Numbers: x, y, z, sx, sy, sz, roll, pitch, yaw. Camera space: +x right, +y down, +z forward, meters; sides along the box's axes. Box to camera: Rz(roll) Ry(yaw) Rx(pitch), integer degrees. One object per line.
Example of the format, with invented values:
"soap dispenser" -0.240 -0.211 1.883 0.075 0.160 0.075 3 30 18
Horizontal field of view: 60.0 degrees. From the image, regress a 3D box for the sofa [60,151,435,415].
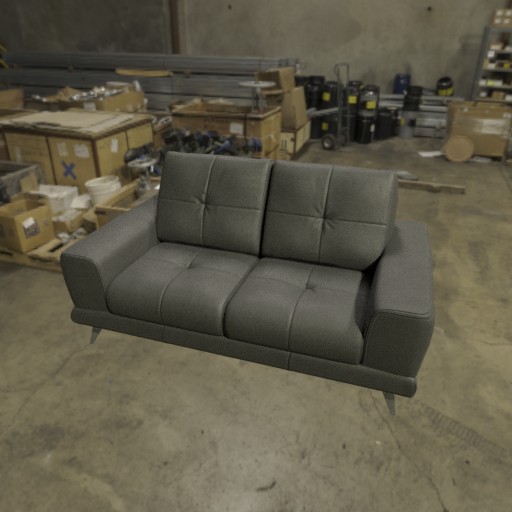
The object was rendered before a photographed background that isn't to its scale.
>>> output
"sofa" 0.000 0.000 2.406 1.806 0.907 1.018 9 28 16
